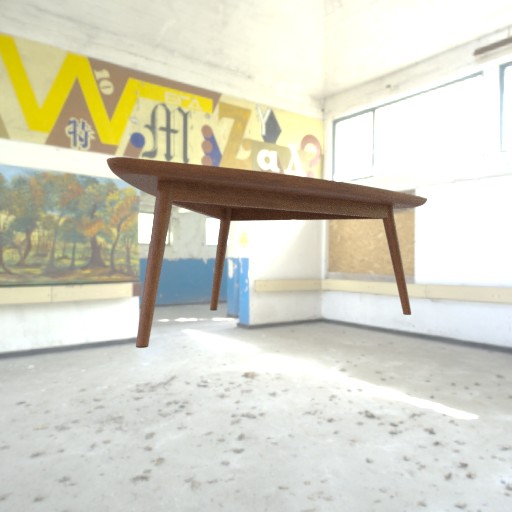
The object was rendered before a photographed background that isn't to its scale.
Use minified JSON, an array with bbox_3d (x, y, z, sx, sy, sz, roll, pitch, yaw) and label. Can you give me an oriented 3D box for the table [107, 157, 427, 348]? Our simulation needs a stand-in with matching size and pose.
[{"bbox_3d":[0.000,0.000,1.307,1.008,0.365,0.601,0,0,-36],"label":"table"}]
